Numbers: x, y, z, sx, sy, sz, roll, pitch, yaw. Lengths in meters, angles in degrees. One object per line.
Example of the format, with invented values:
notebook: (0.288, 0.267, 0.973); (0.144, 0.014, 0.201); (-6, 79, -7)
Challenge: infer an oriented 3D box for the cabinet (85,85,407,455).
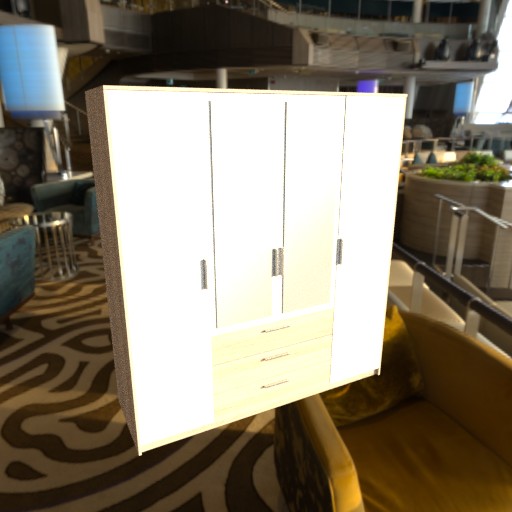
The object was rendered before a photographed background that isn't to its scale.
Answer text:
cabinet: (0.000, 0.000, 2.979); (1.870, 2.060, 0.620); (-9, 20, -26)
